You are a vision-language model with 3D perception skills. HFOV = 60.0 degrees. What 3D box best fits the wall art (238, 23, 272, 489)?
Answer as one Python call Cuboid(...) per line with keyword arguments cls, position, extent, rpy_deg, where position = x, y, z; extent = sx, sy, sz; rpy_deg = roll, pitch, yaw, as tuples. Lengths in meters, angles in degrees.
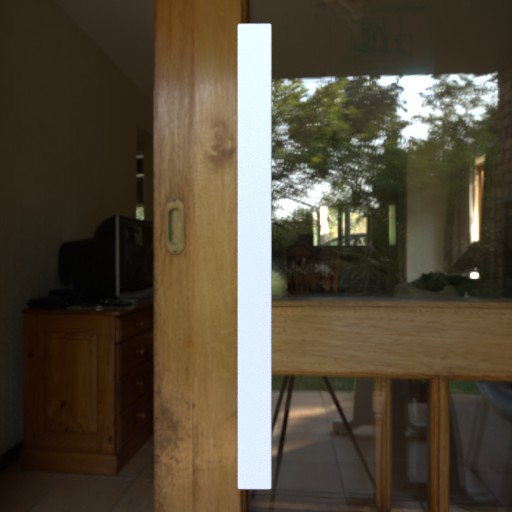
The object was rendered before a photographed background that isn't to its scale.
Cuboid(cls="wall art", position=(0.000, 0.000, 0.527), extent=(0.028, 0.381, 0.331), rpy_deg=(0, 0, 0))
